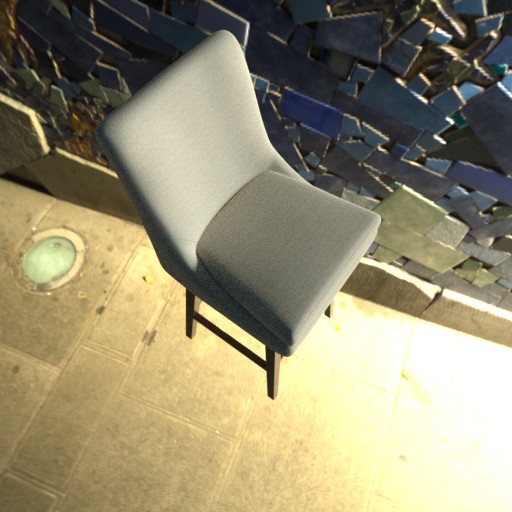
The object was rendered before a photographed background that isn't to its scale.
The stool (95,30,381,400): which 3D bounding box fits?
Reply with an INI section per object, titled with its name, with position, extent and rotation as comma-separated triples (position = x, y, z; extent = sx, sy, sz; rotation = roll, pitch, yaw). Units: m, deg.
[stool]
position = 0.000, 0.000, 1.379
extent = 0.559, 1.093, 0.483
rotation = 32, 65, 17
